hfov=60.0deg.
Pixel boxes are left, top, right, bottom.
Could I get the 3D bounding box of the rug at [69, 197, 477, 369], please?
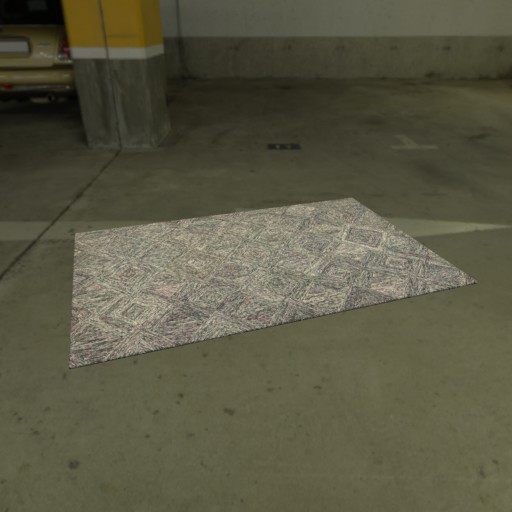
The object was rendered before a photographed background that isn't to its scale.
[{"bbox_3d":[0.000,0.000,2.956,2.298,0.017,1.501,-9,29,-17],"label":"rug"}]
